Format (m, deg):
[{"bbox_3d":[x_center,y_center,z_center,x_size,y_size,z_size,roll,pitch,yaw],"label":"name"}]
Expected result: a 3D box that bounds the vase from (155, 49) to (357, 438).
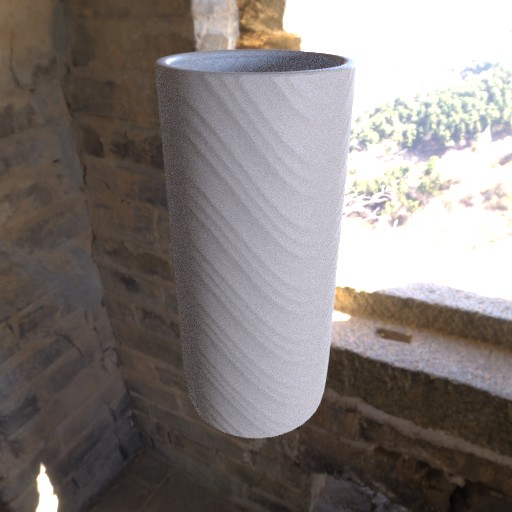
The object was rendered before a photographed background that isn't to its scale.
[{"bbox_3d":[0.000,0.000,0.386,0.143,0.316,0.143,0,30,0],"label":"vase"}]
